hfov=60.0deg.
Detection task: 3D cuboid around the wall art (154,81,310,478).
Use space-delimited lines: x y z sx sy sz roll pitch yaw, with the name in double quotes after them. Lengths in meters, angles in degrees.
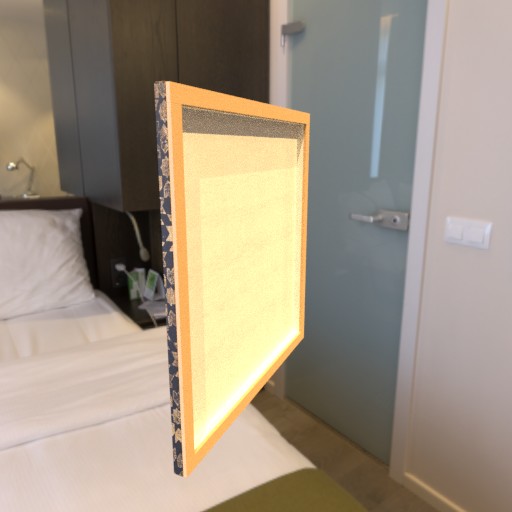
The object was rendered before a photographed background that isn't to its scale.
0.000 0.000 1.388 0.038 0.914 0.914 6 15 23 "wall art"
